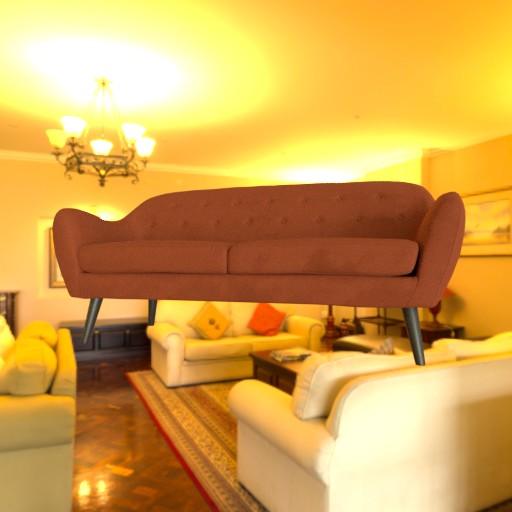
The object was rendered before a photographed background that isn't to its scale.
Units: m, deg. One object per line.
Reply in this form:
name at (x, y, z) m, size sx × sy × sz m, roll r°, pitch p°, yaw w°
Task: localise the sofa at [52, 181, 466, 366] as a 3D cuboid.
sofa at (0.000, 0.000, 2.223) m, size 1.840 × 0.836 × 0.820 m, roll 0°, pitch -1°, yaw 17°
